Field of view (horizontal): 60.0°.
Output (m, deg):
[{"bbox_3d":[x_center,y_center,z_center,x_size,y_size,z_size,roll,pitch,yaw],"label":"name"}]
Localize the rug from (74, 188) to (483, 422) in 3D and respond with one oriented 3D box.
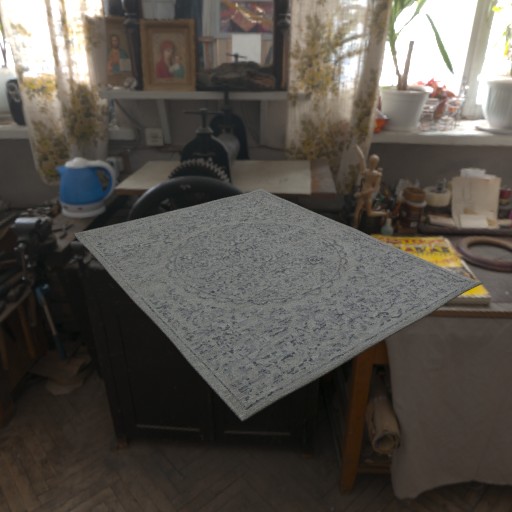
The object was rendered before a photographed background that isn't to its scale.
[{"bbox_3d":[0.000,0.000,3.963,2.343,0.026,2.925,-19,32,-32],"label":"rug"}]
